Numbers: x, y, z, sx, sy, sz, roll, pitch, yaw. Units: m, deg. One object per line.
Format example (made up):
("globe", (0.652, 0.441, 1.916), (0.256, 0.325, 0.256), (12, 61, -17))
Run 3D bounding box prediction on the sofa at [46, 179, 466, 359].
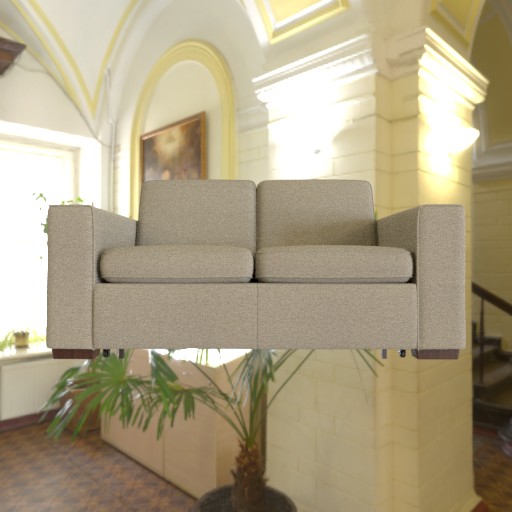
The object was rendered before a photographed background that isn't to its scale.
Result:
("sofa", (0.000, 0.000, 2.385), (1.812, 0.924, 1.007), (0, -1, 0))
